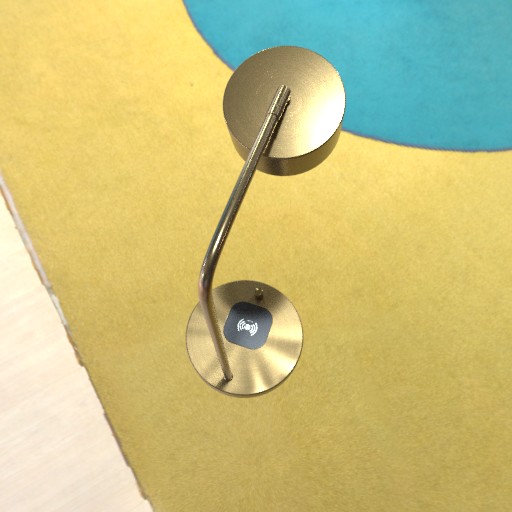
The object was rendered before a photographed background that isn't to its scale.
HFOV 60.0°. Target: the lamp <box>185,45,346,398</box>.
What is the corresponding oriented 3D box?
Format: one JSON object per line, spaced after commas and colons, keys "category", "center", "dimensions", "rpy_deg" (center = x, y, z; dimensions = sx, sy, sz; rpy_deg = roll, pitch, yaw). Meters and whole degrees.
{"category": "lamp", "center": [0.000, 0.000, 0.514], "dimensions": [0.171, 0.380, 0.270], "rpy_deg": [18, 66, 8]}
